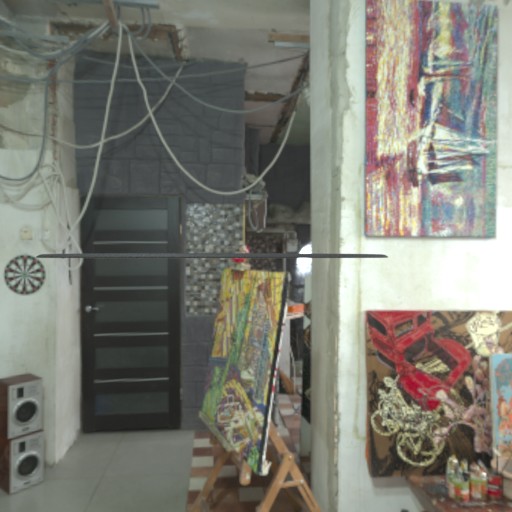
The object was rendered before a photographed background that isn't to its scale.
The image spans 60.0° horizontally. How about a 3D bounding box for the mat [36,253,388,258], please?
[{"bbox_3d":[0.000,0.000,1.833,1.525,0.016,0.917,0,0,-35],"label":"mat"}]
